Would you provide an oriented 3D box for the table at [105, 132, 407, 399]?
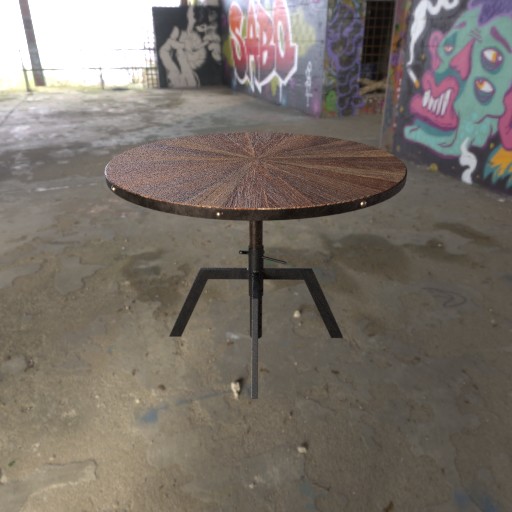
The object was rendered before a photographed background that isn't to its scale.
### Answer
[{"bbox_3d":[0.000,0.000,1.498,0.885,0.658,0.885,0,26,0],"label":"table"}]
